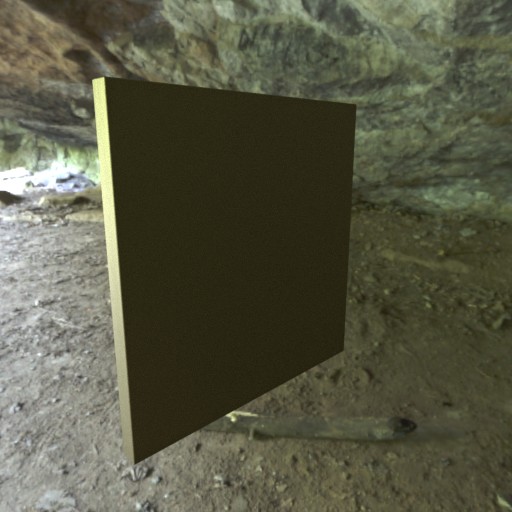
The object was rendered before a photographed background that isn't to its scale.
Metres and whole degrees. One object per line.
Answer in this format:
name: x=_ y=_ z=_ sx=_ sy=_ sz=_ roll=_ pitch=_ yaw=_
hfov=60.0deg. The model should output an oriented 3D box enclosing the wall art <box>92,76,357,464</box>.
wall art: x=0.000 y=0.000 z=0.736 sx=0.503 sy=0.506 sz=0.031 roll=-13 pitch=19 yaw=-43
